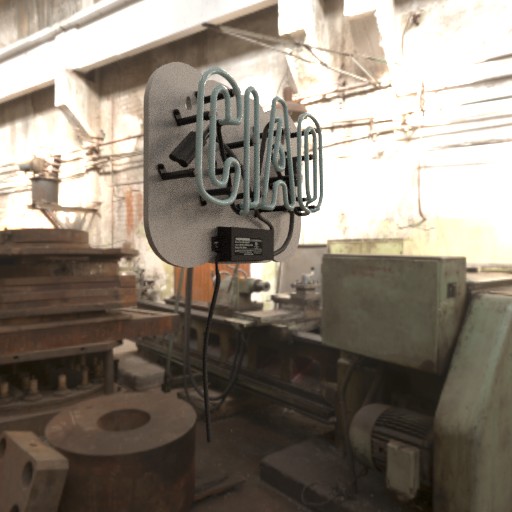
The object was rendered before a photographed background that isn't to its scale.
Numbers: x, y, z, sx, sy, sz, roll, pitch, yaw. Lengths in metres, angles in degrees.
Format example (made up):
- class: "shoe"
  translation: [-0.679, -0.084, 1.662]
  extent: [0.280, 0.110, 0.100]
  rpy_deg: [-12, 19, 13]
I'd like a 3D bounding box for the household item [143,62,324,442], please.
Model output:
- class: "household item"
  translation: [0.000, 0.000, 0.385]
  extent: [0.042, 0.294, 0.211]
  rpy_deg: [0, 0, 36]
